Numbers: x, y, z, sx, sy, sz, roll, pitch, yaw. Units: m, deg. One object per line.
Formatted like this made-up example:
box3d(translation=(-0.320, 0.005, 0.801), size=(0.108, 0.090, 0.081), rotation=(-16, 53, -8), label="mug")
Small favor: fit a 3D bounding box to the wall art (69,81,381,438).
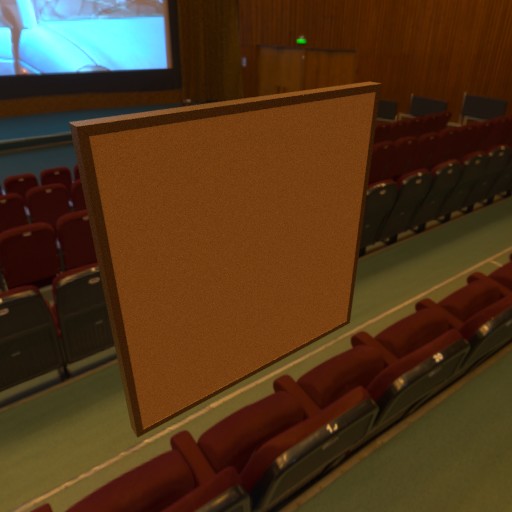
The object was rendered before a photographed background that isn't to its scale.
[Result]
box3d(translation=(0.000, 0.000, 1.124), size=(0.762, 0.762, 0.038), rotation=(-20, 35, -31), label="wall art")
